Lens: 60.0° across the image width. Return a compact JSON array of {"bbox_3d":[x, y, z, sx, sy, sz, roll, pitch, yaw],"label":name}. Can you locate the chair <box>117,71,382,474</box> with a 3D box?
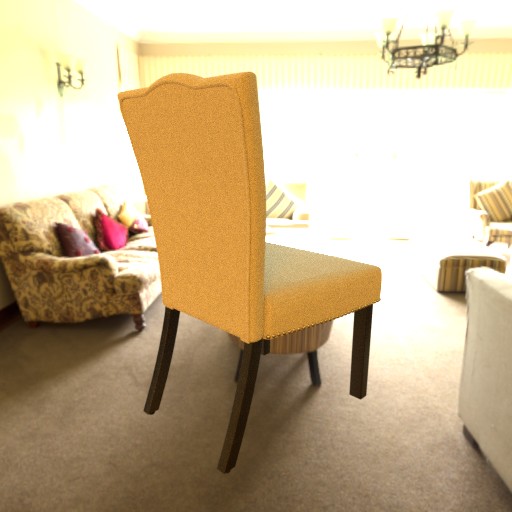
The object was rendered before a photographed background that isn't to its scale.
[{"bbox_3d":[0.000,0.000,1.295,0.589,0.946,0.518,-14,20,-43],"label":"chair"}]
